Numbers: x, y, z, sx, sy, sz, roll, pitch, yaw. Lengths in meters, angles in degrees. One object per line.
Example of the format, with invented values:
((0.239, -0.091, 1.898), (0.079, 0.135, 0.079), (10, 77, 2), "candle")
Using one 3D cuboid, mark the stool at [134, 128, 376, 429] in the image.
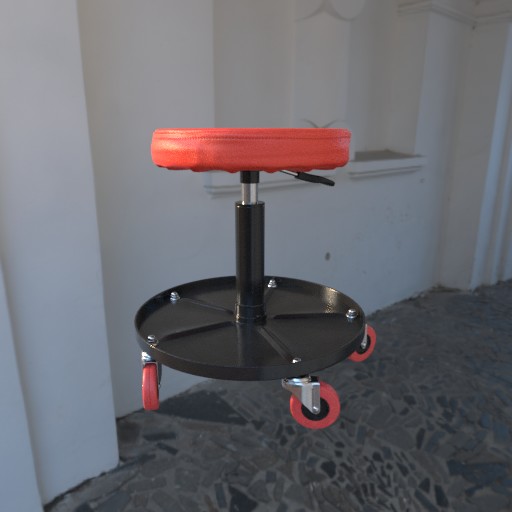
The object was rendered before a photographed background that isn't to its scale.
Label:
((0.000, 0.000, 0.662), (0.382, 0.365, 0.381), (-8, 17, -25), "stool")
